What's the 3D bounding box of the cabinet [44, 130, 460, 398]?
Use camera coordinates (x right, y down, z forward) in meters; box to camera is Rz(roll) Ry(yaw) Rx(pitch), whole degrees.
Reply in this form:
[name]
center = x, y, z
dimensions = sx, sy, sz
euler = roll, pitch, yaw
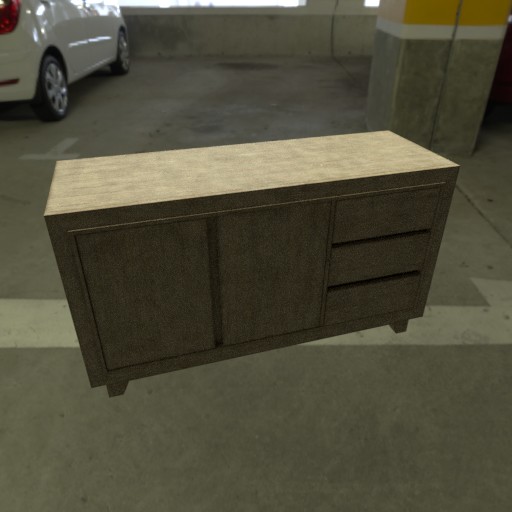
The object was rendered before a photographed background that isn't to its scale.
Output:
[cabinet]
center = 0.000, 0.000, 1.905
dimensions = 1.460, 0.825, 0.511
euler = -9, 32, -15
